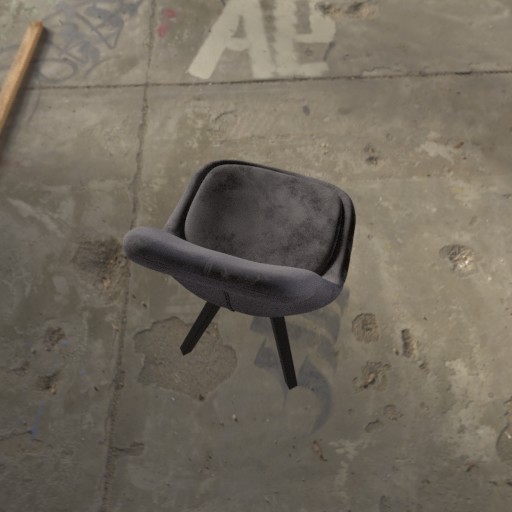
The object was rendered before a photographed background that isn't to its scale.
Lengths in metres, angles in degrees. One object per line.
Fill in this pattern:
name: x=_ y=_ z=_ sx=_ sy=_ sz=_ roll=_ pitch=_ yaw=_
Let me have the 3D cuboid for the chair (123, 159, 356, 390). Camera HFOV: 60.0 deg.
chair: x=0.000 y=0.000 z=1.180 sx=0.476 sy=0.850 sz=0.550 roll=16 pitch=63 yaw=8
